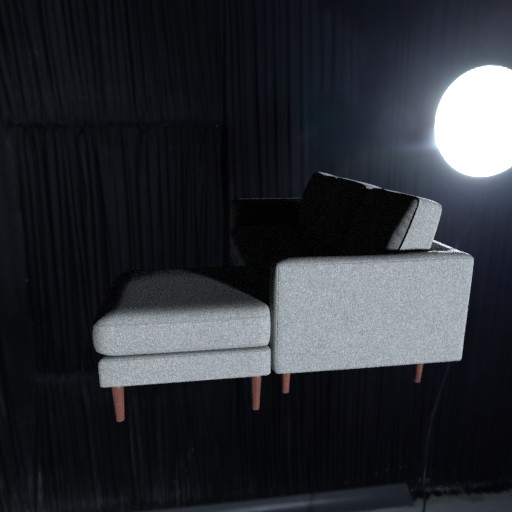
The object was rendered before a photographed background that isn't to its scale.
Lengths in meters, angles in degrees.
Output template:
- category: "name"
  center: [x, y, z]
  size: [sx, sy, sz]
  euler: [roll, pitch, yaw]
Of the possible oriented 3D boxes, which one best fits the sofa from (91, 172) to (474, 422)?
- category: "sofa"
  center: [0.000, 0.000, 2.871]
  size: [1.667, 0.957, 2.055]
  euler: [-2, 15, -8]
